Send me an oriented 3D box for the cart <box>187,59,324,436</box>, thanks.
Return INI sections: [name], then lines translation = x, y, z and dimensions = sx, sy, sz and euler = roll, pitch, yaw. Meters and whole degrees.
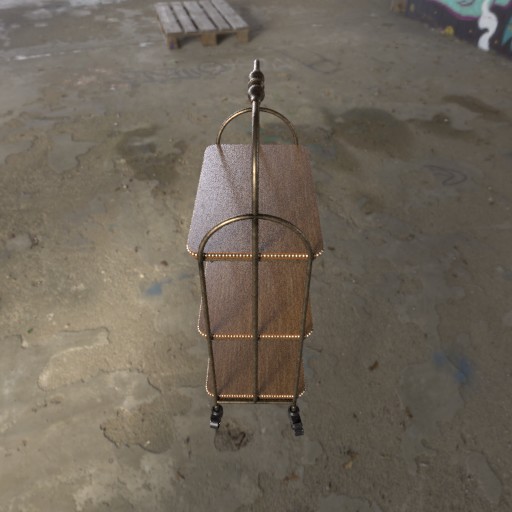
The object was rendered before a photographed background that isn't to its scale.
[cart]
translation = 0.000, 0.000, 1.354
dimensions = 0.330, 1.052, 0.650
euler = 0, 42, 0
